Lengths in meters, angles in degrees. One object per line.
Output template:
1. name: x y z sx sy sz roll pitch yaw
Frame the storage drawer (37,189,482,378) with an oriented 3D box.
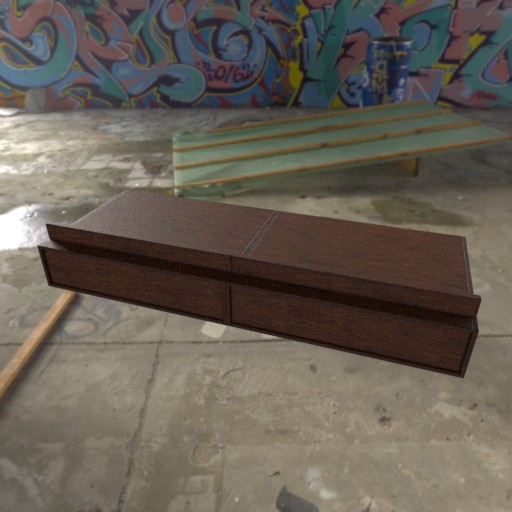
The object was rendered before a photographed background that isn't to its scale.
1. storage drawer: 0.000 0.000 2.180 1.914 0.339 0.774 10 31 16
